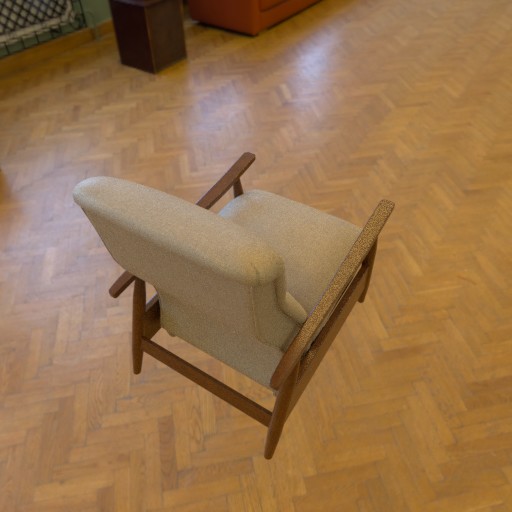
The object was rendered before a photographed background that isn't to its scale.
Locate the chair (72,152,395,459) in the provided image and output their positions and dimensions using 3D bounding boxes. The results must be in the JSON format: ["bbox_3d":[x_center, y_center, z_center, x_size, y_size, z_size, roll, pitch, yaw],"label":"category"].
[{"bbox_3d":[0.000,0.000,1.786,0.762,1.082,1.030,24,50,22],"label":"chair"}]
